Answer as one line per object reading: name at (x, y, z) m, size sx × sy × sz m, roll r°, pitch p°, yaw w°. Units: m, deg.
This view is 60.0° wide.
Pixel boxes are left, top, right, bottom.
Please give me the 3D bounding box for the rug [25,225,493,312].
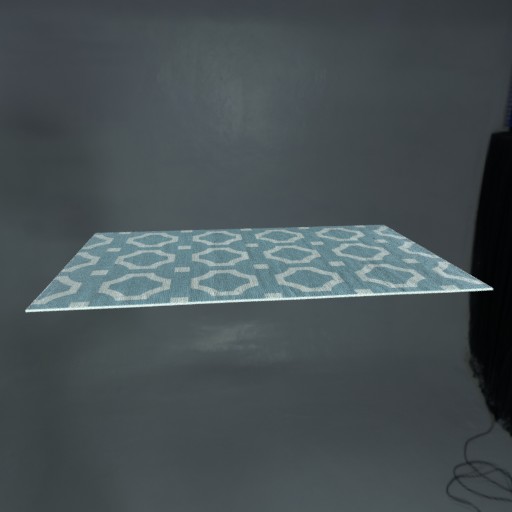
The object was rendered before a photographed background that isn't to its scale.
rug at (0.000, 0.000, 3.013) m, size 2.443 × 0.015 × 1.528 m, roll -2°, pitch 17°, yaw -7°
